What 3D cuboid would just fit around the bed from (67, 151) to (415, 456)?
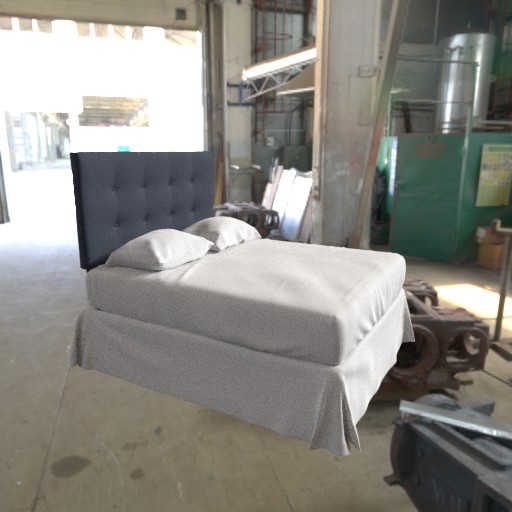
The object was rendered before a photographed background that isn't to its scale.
[{"bbox_3d":[0.000,0.000,3.430,2.222,1.577,1.936,7,15,28],"label":"bed"}]
